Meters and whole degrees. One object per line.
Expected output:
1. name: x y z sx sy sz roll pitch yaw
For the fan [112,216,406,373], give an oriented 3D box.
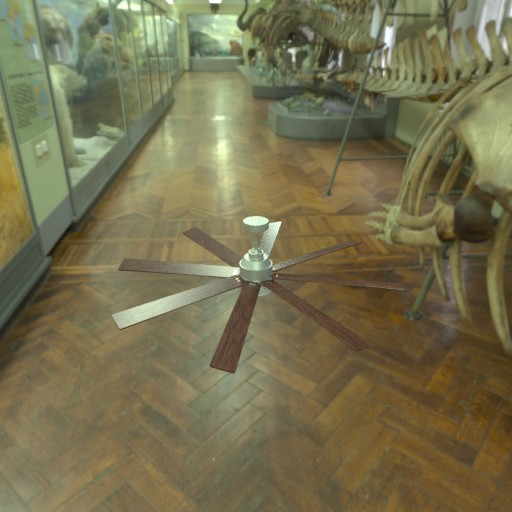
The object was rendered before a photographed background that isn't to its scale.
1. fan: 0.000 0.000 2.768 1.830 0.472 1.830 -17 31 -31
